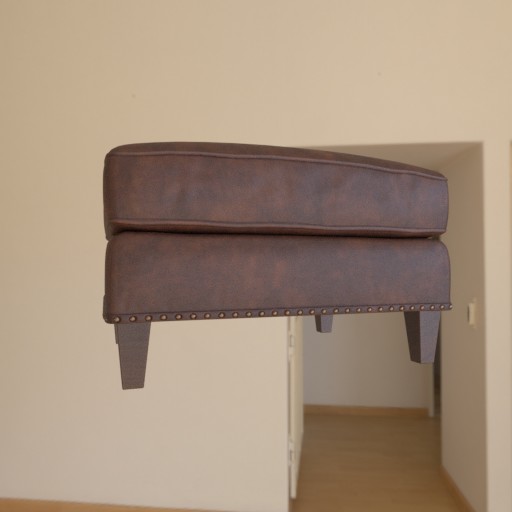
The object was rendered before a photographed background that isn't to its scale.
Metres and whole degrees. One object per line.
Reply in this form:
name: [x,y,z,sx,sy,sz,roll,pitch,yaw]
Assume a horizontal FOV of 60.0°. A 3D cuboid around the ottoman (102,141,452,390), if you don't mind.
ottoman: [0.000,0.000,1.135,0.742,0.486,0.586,0,-1,-19]
